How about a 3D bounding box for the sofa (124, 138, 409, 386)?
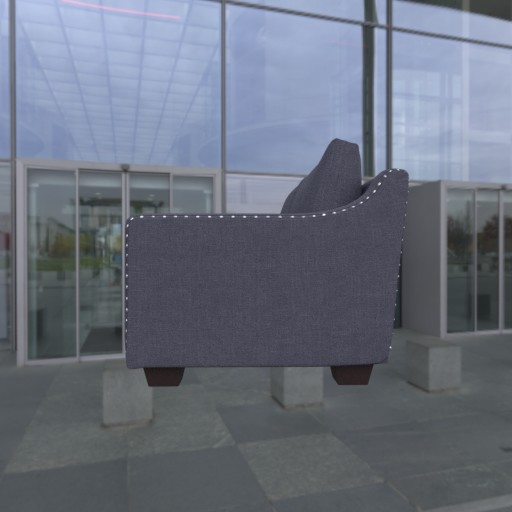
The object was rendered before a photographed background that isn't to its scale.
[{"bbox_3d":[0.000,0.000,3.264,1.336,1.196,2.550,0,0,-1],"label":"sofa"}]
